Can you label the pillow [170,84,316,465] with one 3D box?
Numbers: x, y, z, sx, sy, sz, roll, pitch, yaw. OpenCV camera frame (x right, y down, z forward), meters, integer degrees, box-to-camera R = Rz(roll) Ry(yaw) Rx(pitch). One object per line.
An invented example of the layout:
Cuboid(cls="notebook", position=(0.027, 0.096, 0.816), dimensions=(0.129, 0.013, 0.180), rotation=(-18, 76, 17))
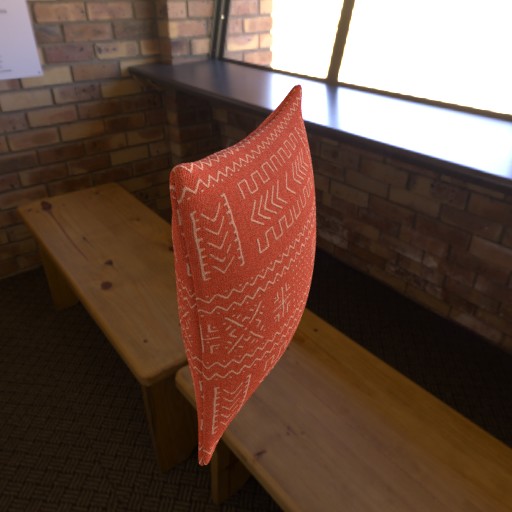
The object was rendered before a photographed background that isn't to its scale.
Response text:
Cuboid(cls="pillow", position=(0.000, 0.000, 0.670), dimensions=(0.164, 0.429, 0.438), rotation=(10, 33, 16))
